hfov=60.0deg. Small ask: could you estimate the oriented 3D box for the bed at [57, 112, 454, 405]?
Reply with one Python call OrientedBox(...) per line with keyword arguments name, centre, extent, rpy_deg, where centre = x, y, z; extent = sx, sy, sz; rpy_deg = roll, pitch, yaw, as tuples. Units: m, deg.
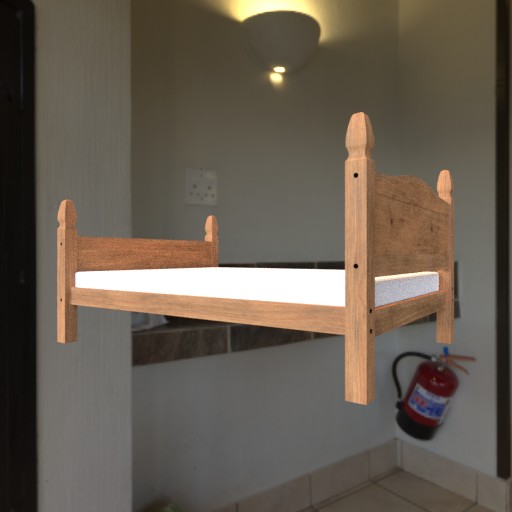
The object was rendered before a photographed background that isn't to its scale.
OrientedBox(name="bed", centre=(0.000, 0.000, 2.842), extent=(2.069, 1.100, 1.490), rpy_deg=(0, 0, 36))
